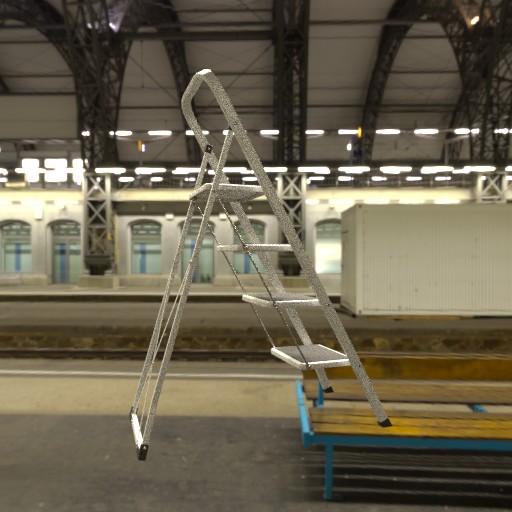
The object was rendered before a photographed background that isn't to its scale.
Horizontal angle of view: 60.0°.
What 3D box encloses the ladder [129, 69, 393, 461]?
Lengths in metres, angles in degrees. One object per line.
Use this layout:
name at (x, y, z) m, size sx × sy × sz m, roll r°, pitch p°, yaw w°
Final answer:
ladder at (0.000, 0.000, 1.705) m, size 0.914 × 1.265 × 0.460 m, roll 0°, pitch 0°, yaw -20°
